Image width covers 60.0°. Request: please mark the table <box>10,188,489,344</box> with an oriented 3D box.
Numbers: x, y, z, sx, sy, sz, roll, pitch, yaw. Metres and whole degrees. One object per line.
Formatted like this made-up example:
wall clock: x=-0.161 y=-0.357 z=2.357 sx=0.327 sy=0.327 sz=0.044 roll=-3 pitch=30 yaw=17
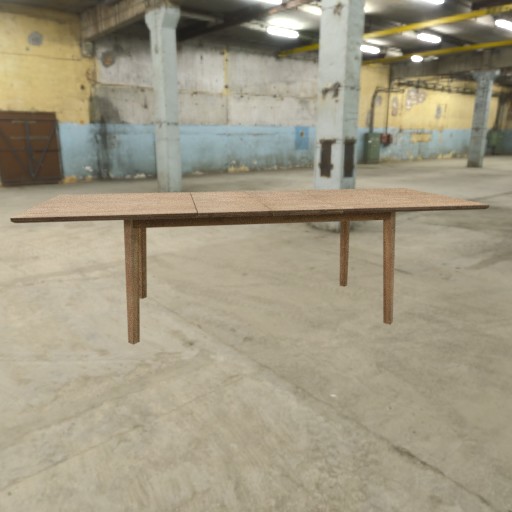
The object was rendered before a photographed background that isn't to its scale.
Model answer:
table: x=0.000 y=0.000 z=2.942 sx=2.603 sy=0.752 sz=1.000 roll=-3 pitch=15 yaw=-10
